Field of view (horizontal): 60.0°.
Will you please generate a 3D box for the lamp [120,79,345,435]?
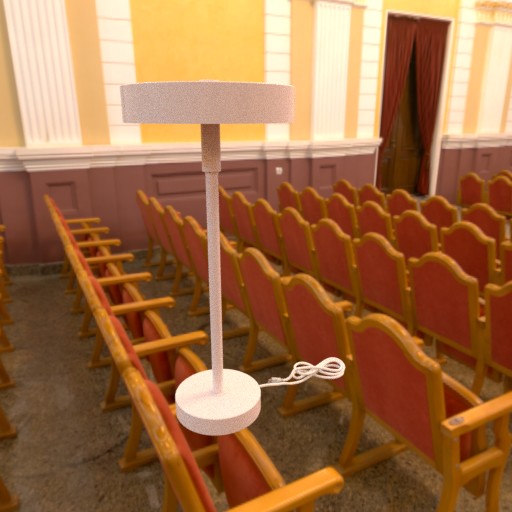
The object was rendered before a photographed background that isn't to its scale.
[{"bbox_3d":[0.000,0.000,0.694,0.369,0.508,0.229,-9,20,-26],"label":"lamp"}]
